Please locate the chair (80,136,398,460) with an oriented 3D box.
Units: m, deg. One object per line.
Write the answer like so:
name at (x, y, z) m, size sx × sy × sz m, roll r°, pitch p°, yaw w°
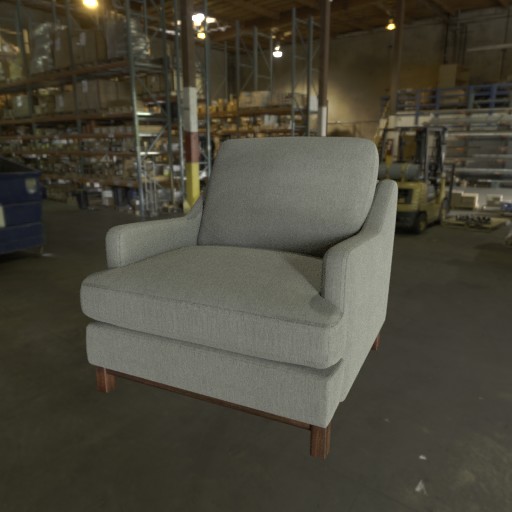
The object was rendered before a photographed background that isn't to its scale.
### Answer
chair at (0.000, 0.000, 1.556) m, size 0.826 × 0.821 × 0.892 m, roll 7°, pitch 15°, yaw 25°
